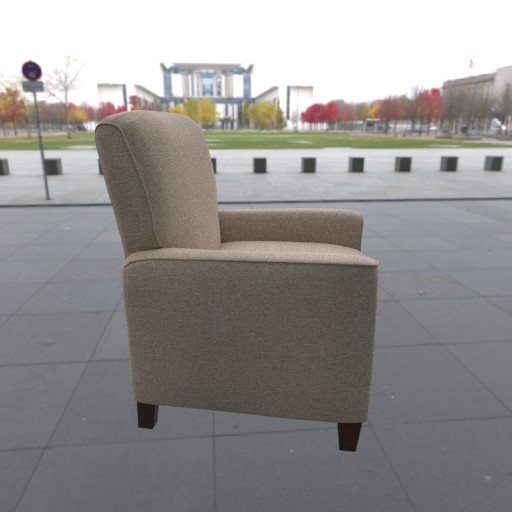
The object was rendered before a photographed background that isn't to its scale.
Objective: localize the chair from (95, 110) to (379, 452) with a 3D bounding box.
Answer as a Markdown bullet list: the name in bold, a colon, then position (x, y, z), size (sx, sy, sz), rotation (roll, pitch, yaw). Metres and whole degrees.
- **chair**: position (0.000, 0.000, 1.650), size (0.858, 1.028, 0.841), rotation (3, 17, 9)
